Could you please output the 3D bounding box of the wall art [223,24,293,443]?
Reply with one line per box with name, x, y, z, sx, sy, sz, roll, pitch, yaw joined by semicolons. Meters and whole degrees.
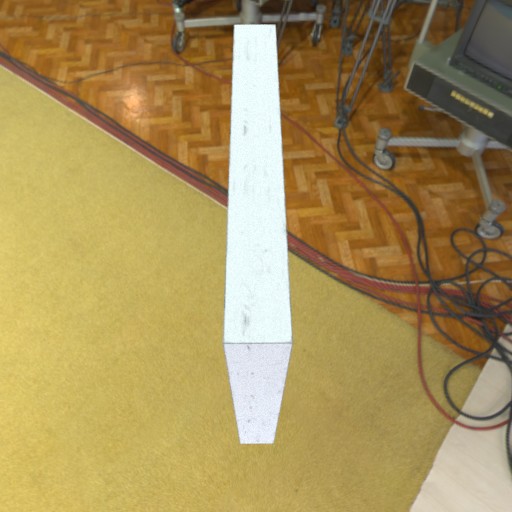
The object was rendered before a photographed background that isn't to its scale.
wall art;0.000;0.000;0.450;0.038;0.305;0.305;0;58;0
